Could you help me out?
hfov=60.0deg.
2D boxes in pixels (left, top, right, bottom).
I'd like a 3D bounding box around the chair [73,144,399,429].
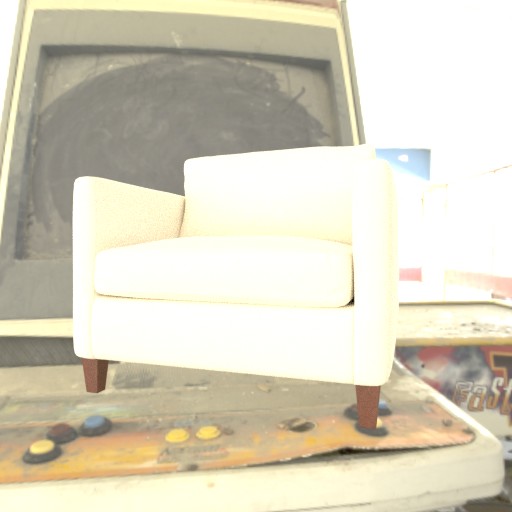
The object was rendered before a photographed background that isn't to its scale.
[{"bbox_3d":[0.000,0.000,1.670,1.019,0.885,0.878,0,1,19],"label":"chair"}]
